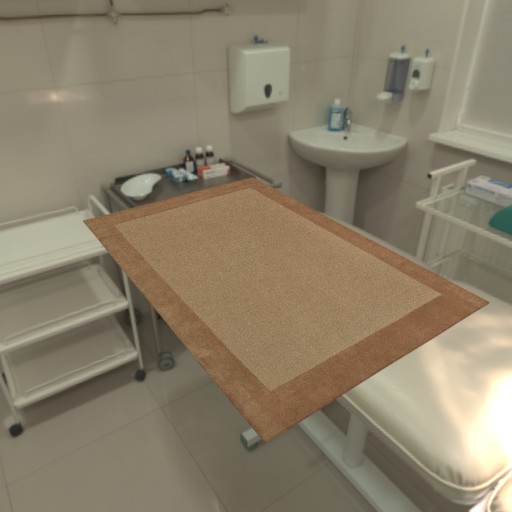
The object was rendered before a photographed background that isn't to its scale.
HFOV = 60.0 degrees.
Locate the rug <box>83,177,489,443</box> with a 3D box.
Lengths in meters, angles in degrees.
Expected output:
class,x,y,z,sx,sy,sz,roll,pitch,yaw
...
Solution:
class,x,y,z,sx,sy,sz,roll,pitch,yaw
rug,0.000,0.000,2.285,1.219,0.014,1.829,-20,37,-29
